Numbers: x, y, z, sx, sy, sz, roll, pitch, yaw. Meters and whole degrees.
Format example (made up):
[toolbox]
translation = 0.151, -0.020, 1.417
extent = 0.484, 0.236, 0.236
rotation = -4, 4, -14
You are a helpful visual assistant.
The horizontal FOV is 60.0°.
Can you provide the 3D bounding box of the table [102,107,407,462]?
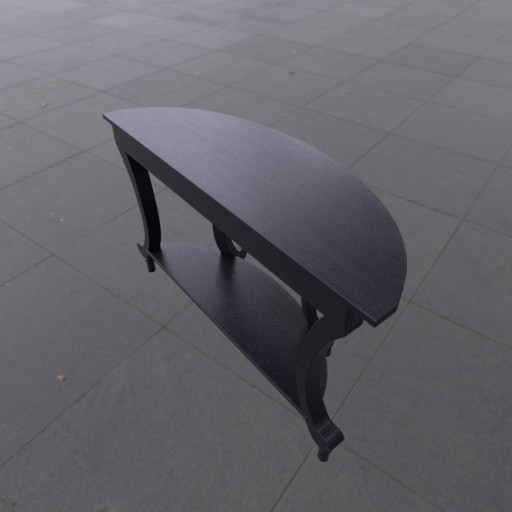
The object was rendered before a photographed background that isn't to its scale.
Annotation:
[table]
translation = 0.000, 0.000, 1.479
extent = 0.394, 0.692, 1.198
rotation = -27, 47, -28
